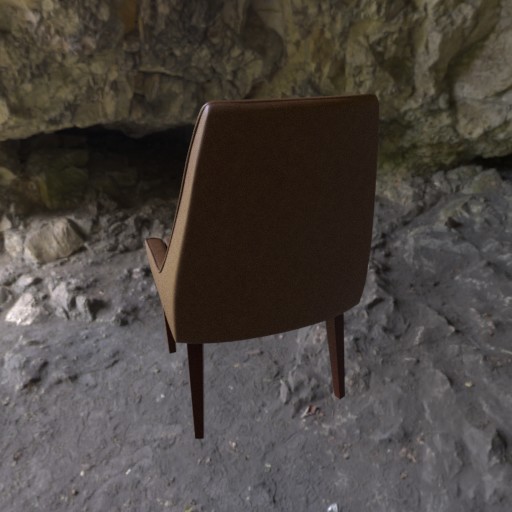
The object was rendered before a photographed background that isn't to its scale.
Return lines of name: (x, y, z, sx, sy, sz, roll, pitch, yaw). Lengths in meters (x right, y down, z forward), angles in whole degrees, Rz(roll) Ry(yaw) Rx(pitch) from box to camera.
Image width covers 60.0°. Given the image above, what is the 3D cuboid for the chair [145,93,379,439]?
chair: (0.000, 0.000, 1.193, 0.529, 0.861, 0.544, -9, 28, -18)
